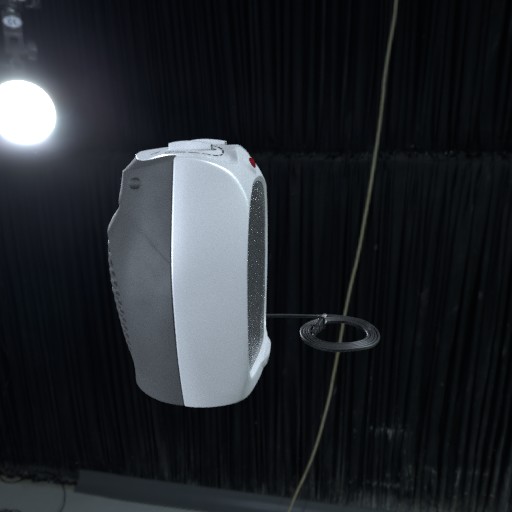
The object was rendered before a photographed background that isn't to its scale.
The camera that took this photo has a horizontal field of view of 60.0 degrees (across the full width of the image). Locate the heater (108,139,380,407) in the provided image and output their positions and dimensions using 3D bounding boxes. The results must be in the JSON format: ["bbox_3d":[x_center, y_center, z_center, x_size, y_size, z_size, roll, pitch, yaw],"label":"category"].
[{"bbox_3d":[0.000,0.000,0.471,0.291,0.240,0.239,2,16,7],"label":"heater"}]
